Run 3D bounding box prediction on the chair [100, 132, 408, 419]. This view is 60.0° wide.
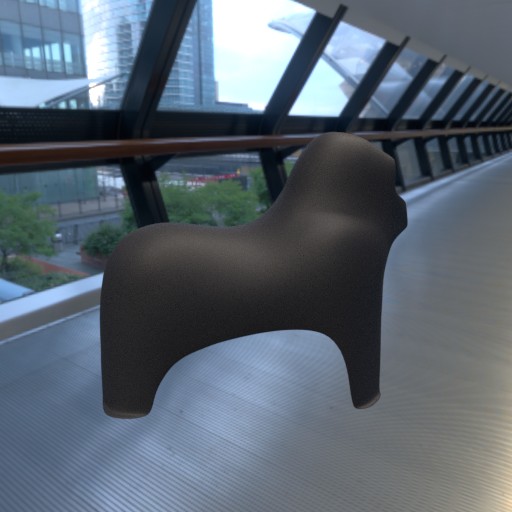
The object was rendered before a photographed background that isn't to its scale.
[{"bbox_3d":[0.000,0.000,1.112,0.758,0.600,0.490,-3,15,-10],"label":"chair"}]
